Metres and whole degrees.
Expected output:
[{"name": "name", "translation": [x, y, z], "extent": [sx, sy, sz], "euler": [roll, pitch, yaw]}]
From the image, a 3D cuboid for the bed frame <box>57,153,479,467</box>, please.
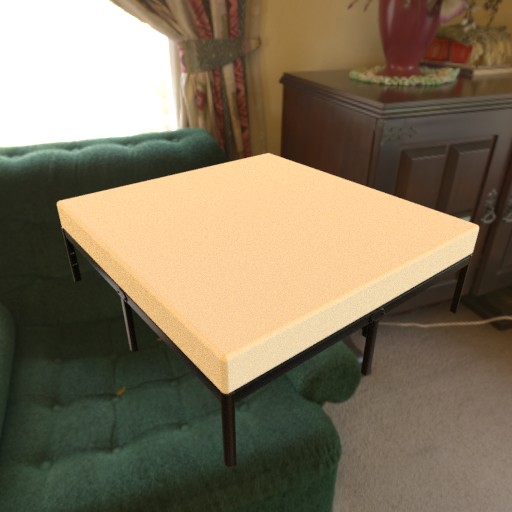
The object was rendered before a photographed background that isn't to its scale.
[{"name": "bed frame", "translation": [0.000, 0.000, 3.089], "extent": [1.963, 0.659, 2.079], "euler": [-21, 35, -33]}]
